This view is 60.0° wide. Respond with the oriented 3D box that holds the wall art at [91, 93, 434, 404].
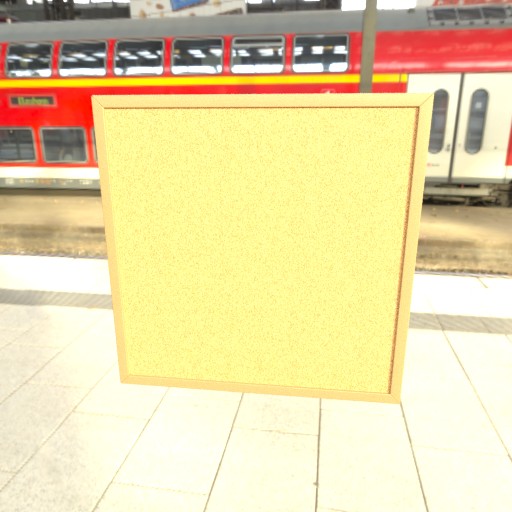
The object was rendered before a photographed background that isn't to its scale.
[{"bbox_3d":[0.000,0.000,0.744,0.509,0.509,0.036,2,17,7],"label":"wall art"}]
